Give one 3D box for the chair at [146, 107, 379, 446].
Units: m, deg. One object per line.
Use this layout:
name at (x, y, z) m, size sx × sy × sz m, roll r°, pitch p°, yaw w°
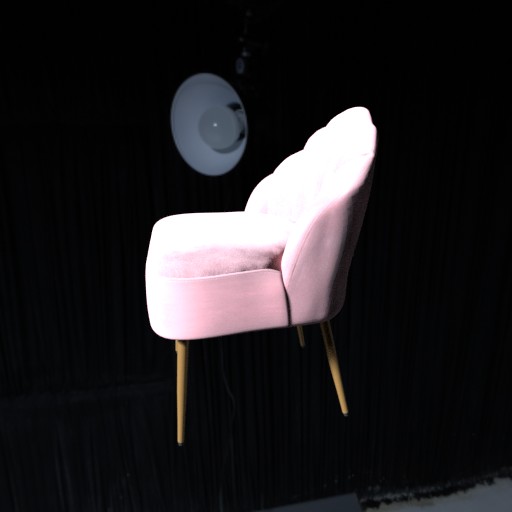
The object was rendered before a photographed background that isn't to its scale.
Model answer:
chair at (0.000, 0.000, 1.275) m, size 0.599 × 0.819 × 0.657 m, roll -3°, pitch 15°, yaw -10°
